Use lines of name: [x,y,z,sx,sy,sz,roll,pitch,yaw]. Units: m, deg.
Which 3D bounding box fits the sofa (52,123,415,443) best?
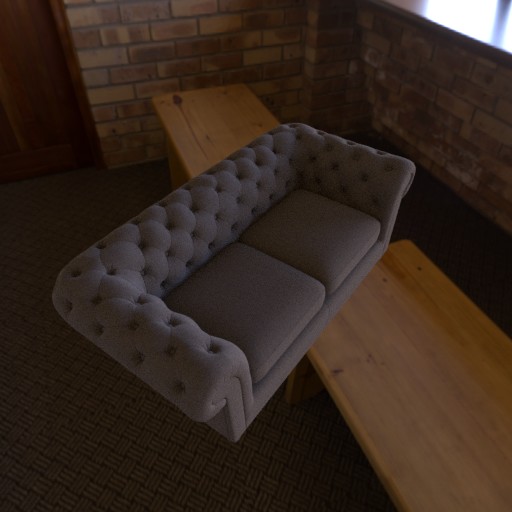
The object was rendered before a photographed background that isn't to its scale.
sofa: [0.000,0.000,2.502,0.986,0.764,1.998,26,49,26]
